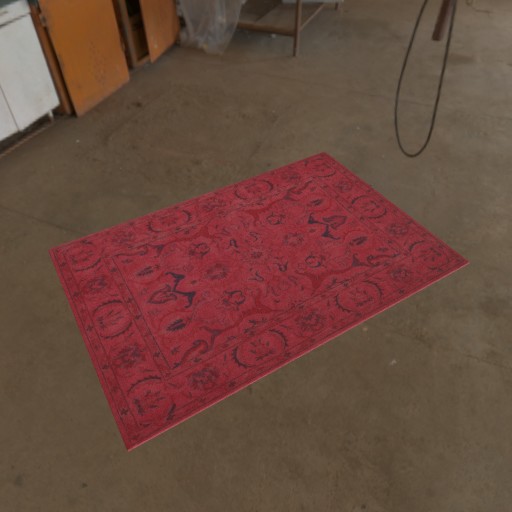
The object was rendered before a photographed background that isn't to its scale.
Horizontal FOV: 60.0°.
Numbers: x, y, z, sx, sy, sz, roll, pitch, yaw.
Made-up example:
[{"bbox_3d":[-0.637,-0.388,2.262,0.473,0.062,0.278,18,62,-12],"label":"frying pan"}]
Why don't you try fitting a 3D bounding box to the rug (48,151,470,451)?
[{"bbox_3d":[0.000,0.000,2.286,1.814,0.008,1.209,-23,50,-21],"label":"rug"}]
